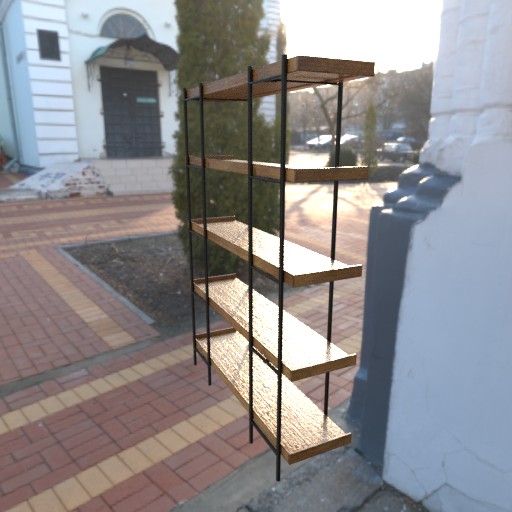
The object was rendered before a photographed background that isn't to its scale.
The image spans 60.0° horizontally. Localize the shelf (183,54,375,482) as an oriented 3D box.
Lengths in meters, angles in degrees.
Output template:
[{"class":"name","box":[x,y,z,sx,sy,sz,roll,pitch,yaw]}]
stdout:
[{"class":"shelf","box":[0.000,0.000,2.429,0.379,1.826,1.371,-7,16,-25]}]
